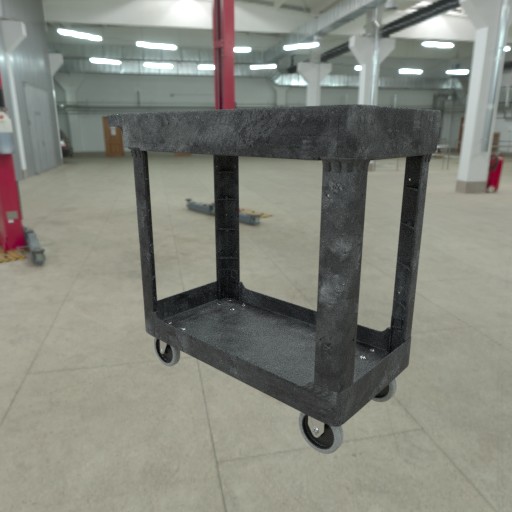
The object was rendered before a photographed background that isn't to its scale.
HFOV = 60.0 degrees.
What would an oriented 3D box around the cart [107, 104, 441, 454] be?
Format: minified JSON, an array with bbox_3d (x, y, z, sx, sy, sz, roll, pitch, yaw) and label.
[{"bbox_3d":[0.000,0.000,1.339,0.877,0.824,0.420,14,21,40],"label":"cart"}]
